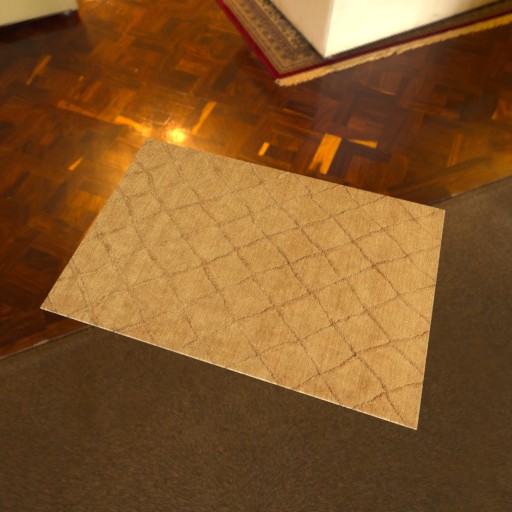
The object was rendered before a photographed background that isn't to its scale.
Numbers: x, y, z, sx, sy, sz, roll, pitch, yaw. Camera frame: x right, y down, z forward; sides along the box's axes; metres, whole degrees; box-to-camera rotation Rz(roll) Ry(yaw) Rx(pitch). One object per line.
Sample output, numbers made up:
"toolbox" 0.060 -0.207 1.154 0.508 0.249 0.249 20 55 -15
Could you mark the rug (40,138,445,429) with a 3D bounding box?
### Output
"rug" 0.000 0.000 2.916 2.292 0.014 1.528 16 60 9
